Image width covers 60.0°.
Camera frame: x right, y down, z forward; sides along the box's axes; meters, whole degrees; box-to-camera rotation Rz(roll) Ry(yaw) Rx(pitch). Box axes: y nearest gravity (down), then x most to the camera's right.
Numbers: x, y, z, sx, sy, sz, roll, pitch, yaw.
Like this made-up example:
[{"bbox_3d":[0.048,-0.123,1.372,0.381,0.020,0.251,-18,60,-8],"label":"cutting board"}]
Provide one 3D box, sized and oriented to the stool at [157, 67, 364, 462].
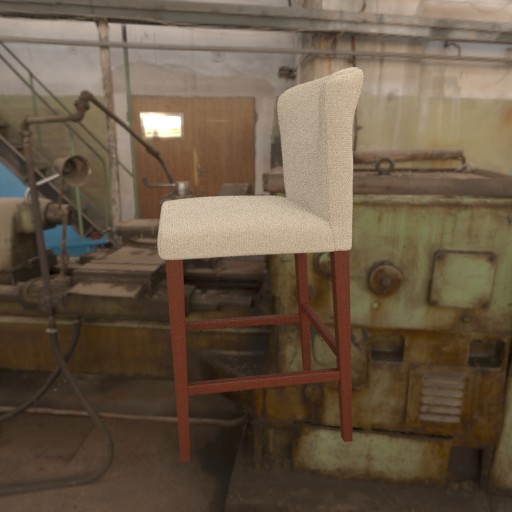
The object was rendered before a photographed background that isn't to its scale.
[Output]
[{"bbox_3d":[0.000,0.000,1.359,0.568,1.069,0.481,-3,16,-10],"label":"stool"}]
